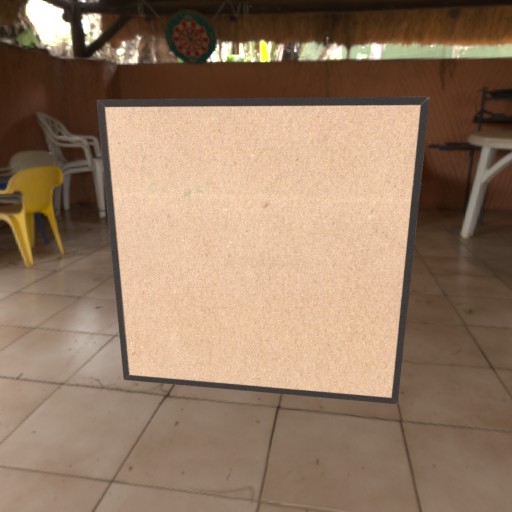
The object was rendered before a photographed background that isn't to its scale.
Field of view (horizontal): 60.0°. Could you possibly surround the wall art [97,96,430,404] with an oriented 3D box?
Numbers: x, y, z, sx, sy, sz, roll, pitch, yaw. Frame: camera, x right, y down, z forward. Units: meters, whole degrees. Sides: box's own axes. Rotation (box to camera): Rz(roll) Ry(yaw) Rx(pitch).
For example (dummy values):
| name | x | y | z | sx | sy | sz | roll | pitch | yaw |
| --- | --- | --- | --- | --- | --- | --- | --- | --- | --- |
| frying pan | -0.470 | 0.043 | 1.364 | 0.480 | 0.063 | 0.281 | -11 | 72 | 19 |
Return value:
| name | x | y | z | sx | sy | sz | roll | pitch | yaw |
| --- | --- | --- | --- | --- | --- | --- | --- | --- | --- |
| wall art | 0.000 | 0.000 | 0.759 | 0.508 | 0.508 | 0.038 | 3 | 17 | 8 |
